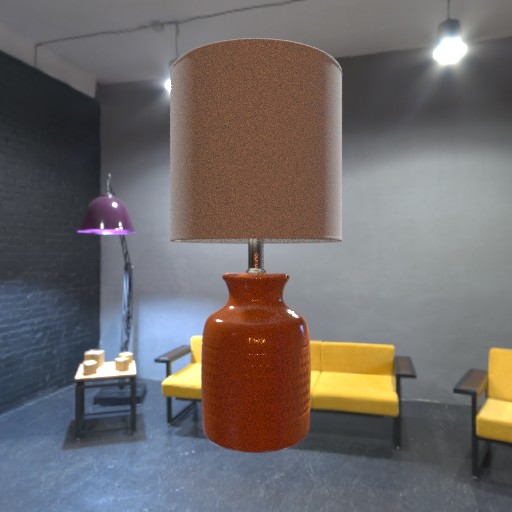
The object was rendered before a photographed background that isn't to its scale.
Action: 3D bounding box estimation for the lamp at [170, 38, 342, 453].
[{"bbox_3d":[0.000,0.000,1.095,0.418,0.871,0.418,0,0,18],"label":"lamp"}]
